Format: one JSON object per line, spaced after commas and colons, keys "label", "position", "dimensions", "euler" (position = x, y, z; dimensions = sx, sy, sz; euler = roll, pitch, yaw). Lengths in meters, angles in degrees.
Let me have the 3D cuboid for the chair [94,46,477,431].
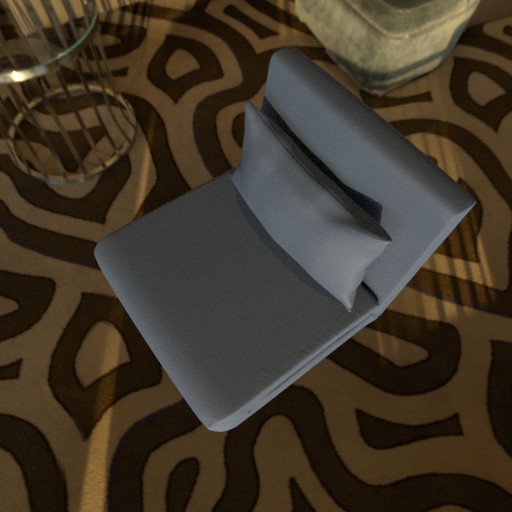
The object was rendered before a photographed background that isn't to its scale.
{"label": "chair", "position": [0.000, 0.000, 1.500], "dimensions": [0.900, 0.808, 0.770], "euler": [-34, 67, -16]}
